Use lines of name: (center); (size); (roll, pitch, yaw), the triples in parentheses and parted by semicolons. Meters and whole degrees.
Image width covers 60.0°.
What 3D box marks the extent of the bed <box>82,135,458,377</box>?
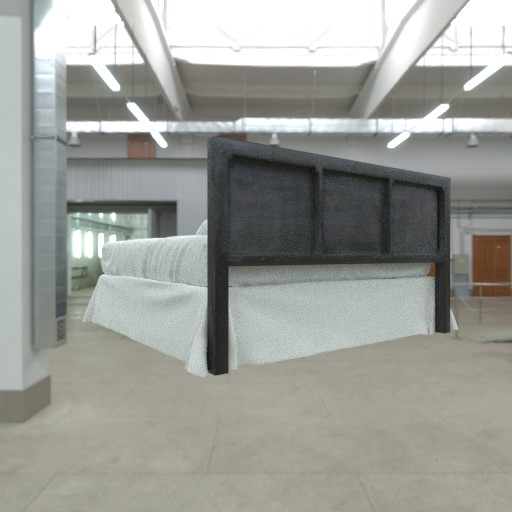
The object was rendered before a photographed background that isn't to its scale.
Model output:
bed: (0.000, 0.000, 3.558); (2.255, 1.158, 2.165); (0, 0, -36)
